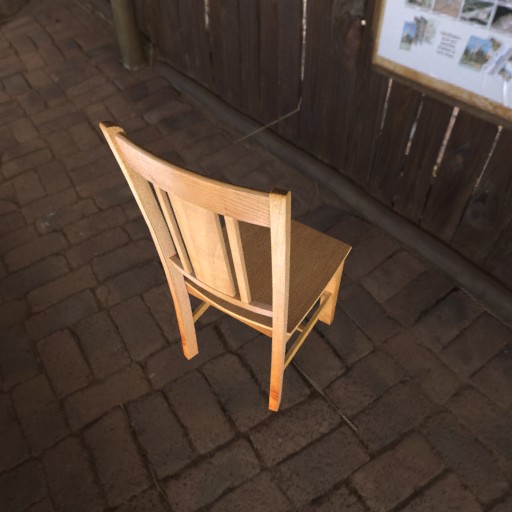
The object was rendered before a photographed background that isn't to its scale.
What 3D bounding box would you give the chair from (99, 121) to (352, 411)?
[{"bbox_3d":[0.000,0.000,1.346,0.450,0.998,0.556,25,51,22],"label":"chair"}]
